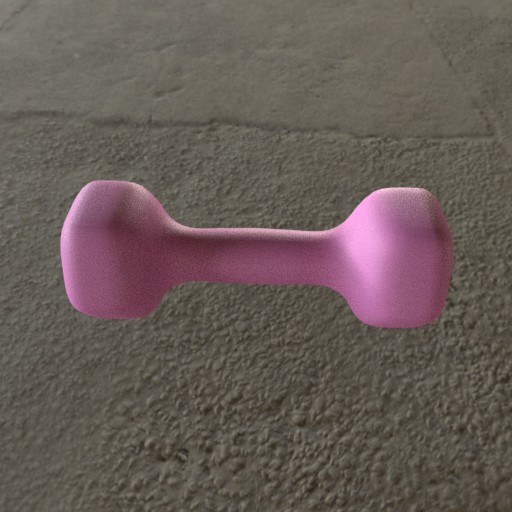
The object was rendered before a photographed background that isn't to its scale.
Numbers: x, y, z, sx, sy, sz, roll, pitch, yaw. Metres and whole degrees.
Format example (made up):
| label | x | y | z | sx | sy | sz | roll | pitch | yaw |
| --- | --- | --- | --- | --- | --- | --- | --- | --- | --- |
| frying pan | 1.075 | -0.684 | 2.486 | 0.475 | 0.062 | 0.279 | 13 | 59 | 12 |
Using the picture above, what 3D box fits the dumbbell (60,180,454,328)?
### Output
| label | x | y | z | sx | sy | sz | roll | pitch | yaw |
| --- | --- | --- | --- | --- | --- | --- | --- | --- | --- |
| dumbbell | 0.000 | 0.000 | 0.194 | 0.159 | 0.058 | 0.064 | 2 | 47 | 2 |
